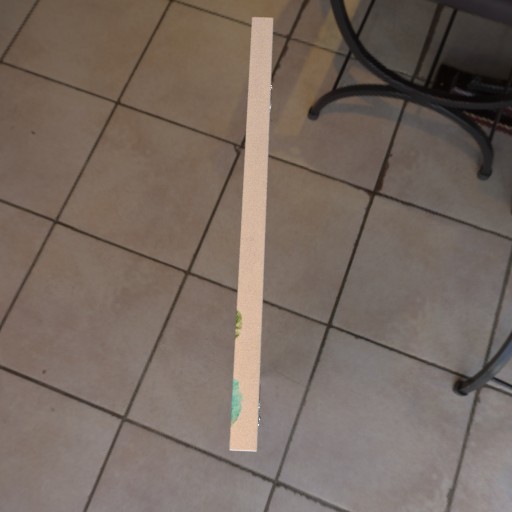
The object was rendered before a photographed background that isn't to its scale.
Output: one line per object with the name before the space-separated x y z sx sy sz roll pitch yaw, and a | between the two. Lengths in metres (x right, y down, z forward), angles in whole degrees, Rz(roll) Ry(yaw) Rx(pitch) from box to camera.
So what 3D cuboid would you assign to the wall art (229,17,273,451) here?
wall art | 0.000 0.000 0.985 0.043 0.610 0.711 2 75 1
